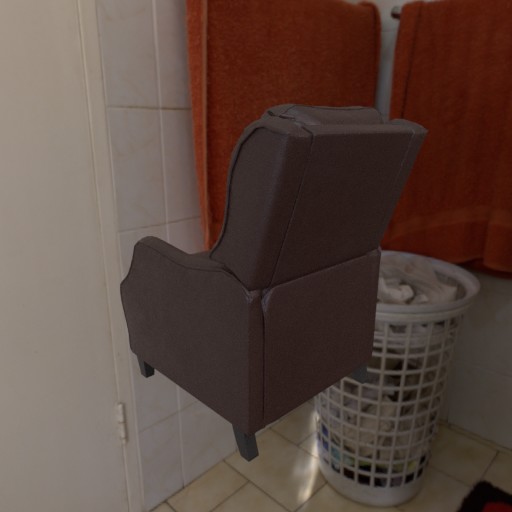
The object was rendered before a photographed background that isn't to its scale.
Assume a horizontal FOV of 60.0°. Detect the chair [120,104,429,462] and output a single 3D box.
[{"bbox_3d":[0.000,0.000,1.775,0.770,1.132,0.982,-15,22,-41],"label":"chair"}]
